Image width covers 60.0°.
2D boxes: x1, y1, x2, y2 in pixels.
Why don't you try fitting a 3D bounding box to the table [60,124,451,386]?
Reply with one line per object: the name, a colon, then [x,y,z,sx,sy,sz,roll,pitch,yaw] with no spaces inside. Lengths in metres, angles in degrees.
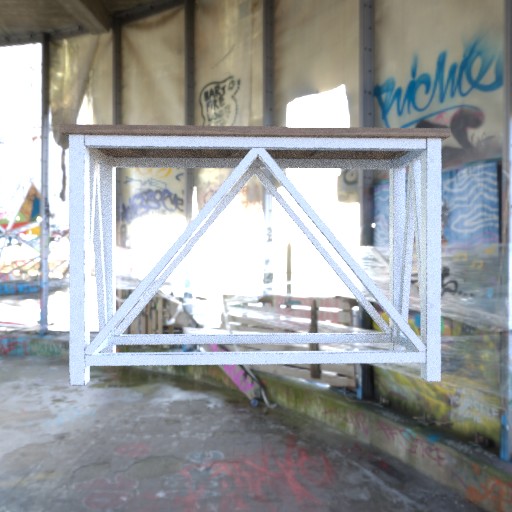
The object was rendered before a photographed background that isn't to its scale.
table: [0.000,0.000,1.811,1.400,0.930,0.450,0,0,-2]
